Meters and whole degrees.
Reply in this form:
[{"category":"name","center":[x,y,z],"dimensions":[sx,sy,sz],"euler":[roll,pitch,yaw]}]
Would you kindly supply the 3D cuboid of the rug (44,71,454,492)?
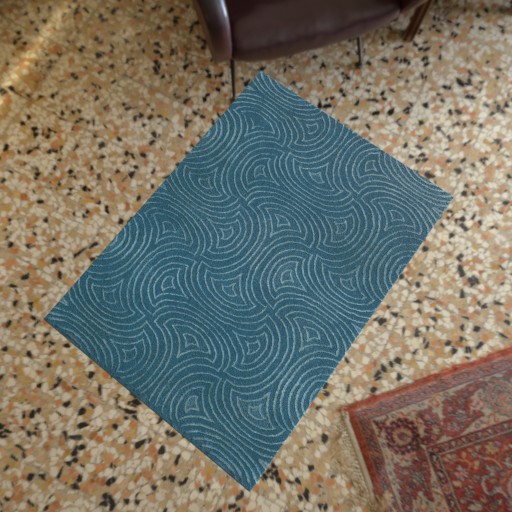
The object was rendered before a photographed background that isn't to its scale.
[{"category":"rug","center":[0.000,0.000,2.729],"dimensions":[1.543,0.015,2.144],"euler":[36,78,9]}]
